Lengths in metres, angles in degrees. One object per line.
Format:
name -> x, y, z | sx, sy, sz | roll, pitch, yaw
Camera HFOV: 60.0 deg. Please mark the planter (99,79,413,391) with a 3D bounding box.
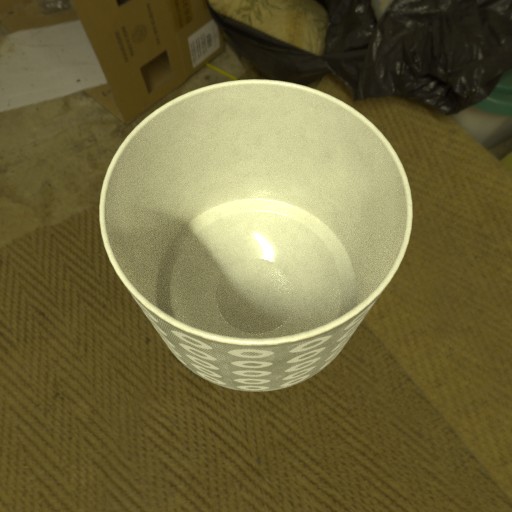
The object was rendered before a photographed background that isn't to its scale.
planter -> 0.000, 0.000, 0.352 | 0.190, 0.181, 0.190 | 0, 64, 0
